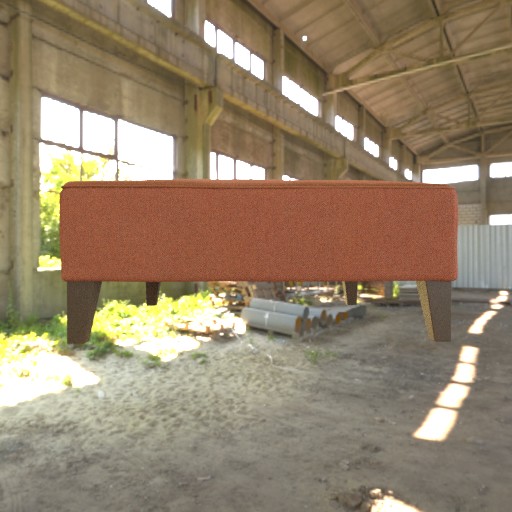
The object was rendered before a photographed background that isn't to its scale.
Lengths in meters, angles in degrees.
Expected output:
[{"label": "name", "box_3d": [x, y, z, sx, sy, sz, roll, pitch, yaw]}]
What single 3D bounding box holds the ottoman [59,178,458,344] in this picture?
[{"label": "ottoman", "box_3d": [0.000, 0.000, 1.563, 0.997, 0.438, 0.999, 0, -1, -2]}]
